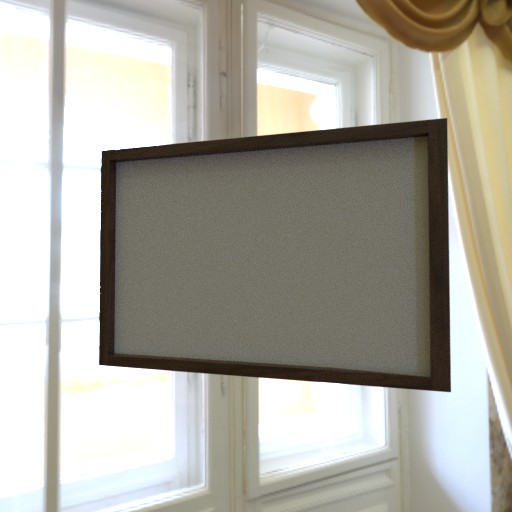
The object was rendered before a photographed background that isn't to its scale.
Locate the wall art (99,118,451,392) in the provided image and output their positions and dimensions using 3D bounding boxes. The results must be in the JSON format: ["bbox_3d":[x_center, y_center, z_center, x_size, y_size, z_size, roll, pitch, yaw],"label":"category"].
[{"bbox_3d":[0.000,0.000,1.143,0.914,0.610,0.050,-1,-2,17],"label":"wall art"}]
